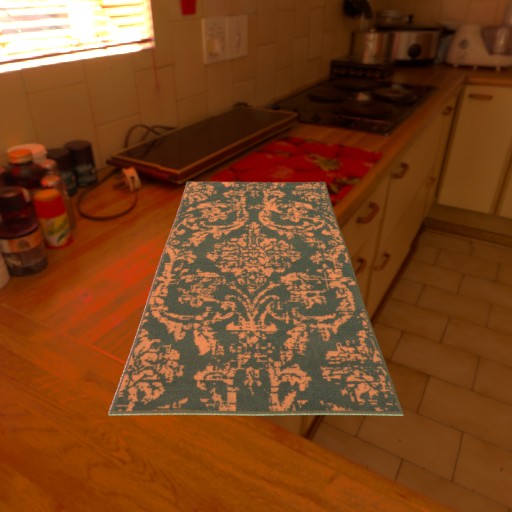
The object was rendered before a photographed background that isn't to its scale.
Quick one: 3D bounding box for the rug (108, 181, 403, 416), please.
[{"bbox_3d":[0.000,0.000,1.419,0.604,0.007,1.219,0,32,0],"label":"rug"}]
